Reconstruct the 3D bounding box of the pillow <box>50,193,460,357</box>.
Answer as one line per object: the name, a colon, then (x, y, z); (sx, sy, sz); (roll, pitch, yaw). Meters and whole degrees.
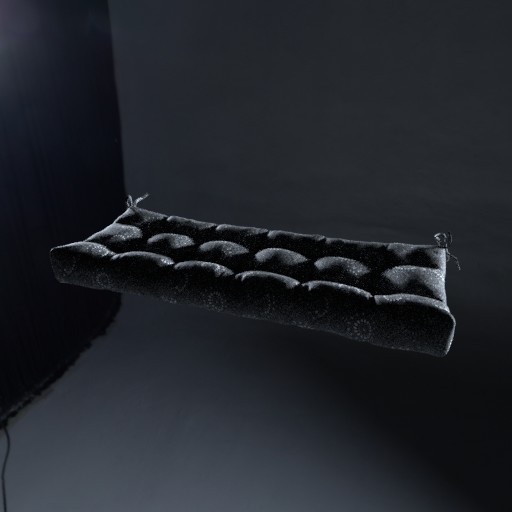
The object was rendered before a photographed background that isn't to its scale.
pillow: (0.000, 0.000, 1.363); (1.194, 0.174, 0.511); (9, 28, 17)
